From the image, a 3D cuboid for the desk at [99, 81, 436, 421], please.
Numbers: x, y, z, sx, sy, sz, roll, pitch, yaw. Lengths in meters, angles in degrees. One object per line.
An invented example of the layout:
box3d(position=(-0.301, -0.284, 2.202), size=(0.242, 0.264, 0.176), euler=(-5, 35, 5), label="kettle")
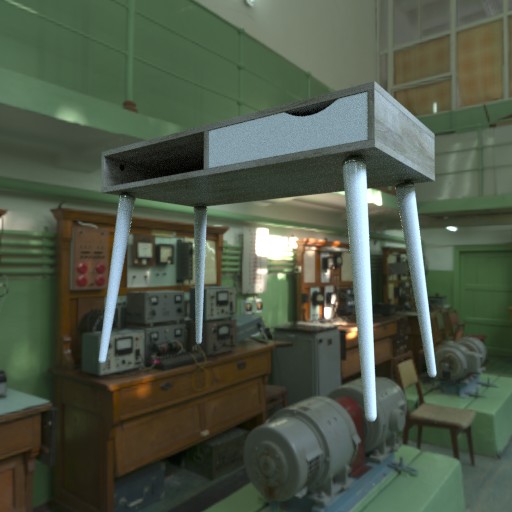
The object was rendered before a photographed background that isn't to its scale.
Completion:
box3d(position=(0.000, 0.000, 1.417), size=(0.979, 0.723, 0.491), euler=(-1, -2, 37), label="desk")
